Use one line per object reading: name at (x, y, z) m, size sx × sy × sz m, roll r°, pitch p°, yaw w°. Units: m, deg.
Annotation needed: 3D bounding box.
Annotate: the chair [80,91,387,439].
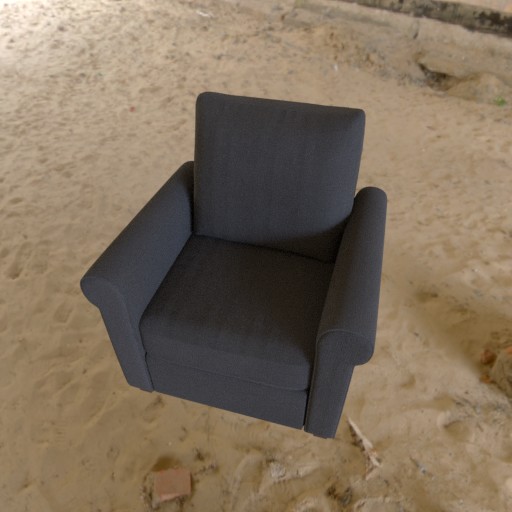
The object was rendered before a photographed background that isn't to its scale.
chair at (0.000, 0.000, 1.604) m, size 0.867 × 0.942 × 0.828 m, roll 11°, pitch 42°, yaw 12°
